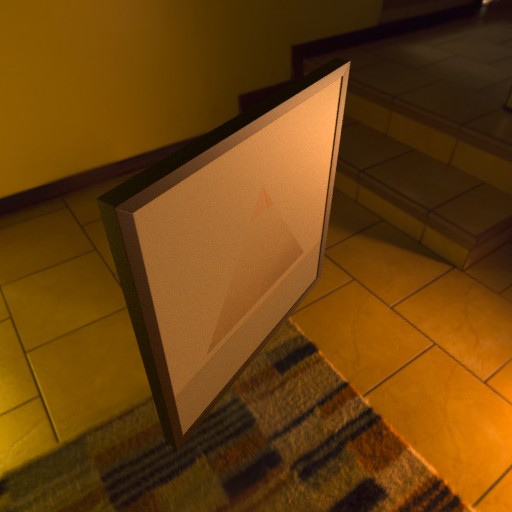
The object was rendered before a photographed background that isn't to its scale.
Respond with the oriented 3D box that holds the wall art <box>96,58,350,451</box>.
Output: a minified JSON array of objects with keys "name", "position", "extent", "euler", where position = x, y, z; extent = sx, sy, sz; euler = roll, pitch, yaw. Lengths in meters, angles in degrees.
[{"name":"wall art","position":[0.000,0.000,0.757],"extent":[0.028,0.511,0.513],"euler":[25,47,25]}]
